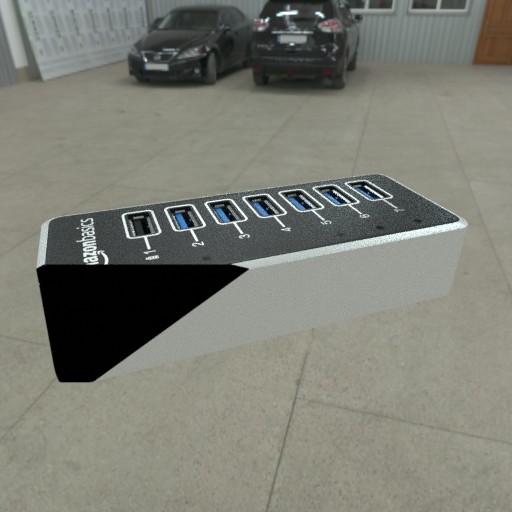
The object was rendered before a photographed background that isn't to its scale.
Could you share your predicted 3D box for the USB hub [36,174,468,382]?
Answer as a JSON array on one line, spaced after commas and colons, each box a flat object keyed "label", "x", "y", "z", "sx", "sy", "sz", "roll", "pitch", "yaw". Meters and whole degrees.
[{"label": "USB hub", "x": 0.000, "y": 0.000, "z": 0.126, "sx": 0.110, "sy": 0.023, "sz": 0.044, "roll": -10, "pitch": 32, "yaw": -17}]
